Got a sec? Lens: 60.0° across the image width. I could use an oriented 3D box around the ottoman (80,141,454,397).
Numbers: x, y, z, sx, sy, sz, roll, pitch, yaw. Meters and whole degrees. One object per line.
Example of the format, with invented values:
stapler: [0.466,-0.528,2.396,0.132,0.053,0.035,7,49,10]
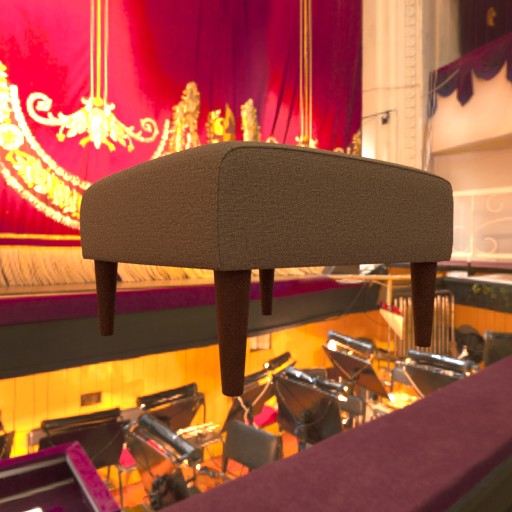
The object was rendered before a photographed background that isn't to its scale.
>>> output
ottoman: [0.000,0.000,1.045,0.649,0.398,0.650,-1,2,-38]
